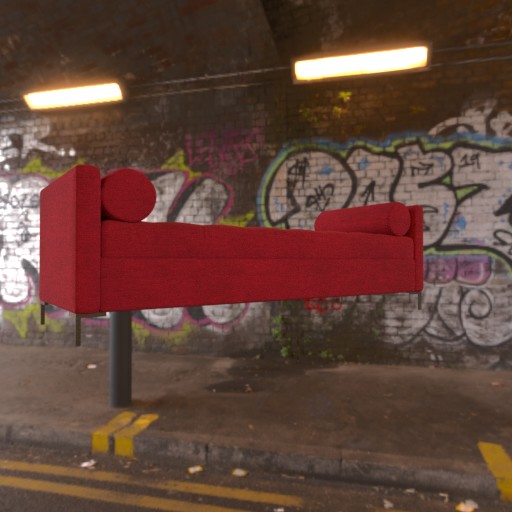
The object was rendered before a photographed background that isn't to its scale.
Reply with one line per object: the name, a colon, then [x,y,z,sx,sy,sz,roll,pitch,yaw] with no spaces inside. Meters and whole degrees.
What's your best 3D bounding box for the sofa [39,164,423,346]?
sofa: [0.000,0.000,2.345,1.981,0.635,0.686,0,-1,-35]
